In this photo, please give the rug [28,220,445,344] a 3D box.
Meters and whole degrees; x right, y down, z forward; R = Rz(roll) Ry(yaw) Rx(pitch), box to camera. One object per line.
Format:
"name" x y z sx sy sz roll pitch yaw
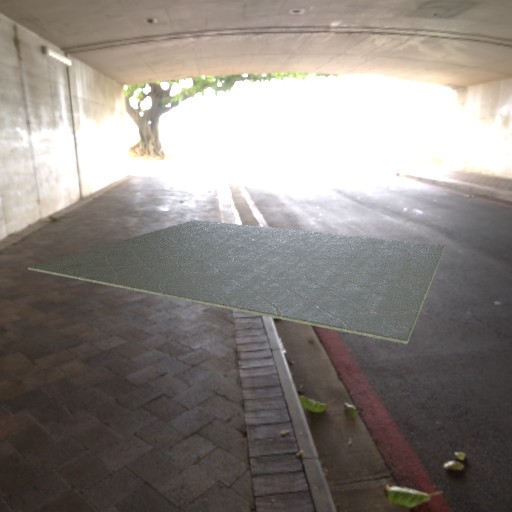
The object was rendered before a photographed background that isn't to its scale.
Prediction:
"rug" 0.000 0.000 4.070 3.039 0.019 2.420 8 17 26
